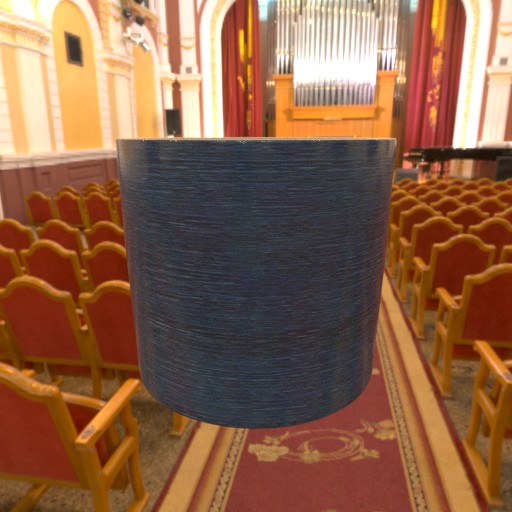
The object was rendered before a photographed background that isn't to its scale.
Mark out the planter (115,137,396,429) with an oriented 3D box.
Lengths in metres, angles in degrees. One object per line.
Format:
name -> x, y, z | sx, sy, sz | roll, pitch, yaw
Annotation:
planter -> 0.000, 0.000, 0.391 | 0.221, 0.201, 0.221 | 0, 15, 0
